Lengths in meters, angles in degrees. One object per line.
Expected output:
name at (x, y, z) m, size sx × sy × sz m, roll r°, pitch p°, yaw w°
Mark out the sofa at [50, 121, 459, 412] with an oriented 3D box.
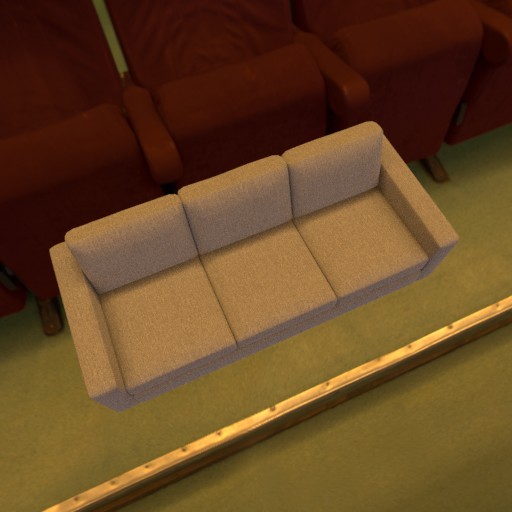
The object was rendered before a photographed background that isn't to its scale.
sofa at (0.000, 0.000, 2.591) m, size 2.120 × 0.800 × 0.900 m, roll -22°, pitch 65°, yaw -11°
